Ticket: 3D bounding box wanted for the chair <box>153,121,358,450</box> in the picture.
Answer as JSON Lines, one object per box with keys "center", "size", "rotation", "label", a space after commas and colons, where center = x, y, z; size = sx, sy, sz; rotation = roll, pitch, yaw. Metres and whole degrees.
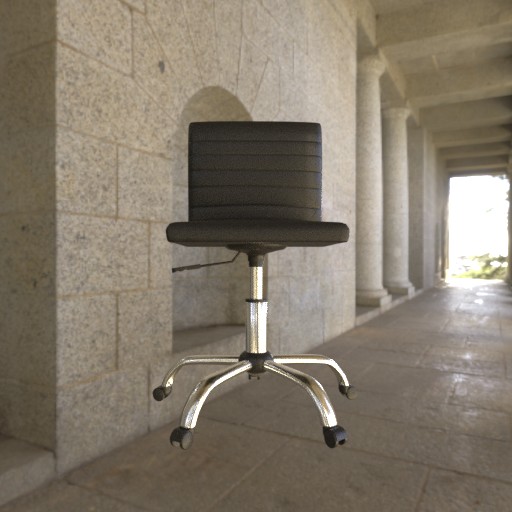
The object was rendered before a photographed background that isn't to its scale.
{"center": [0.000, 0.000, 1.147], "size": [0.556, 0.780, 0.530], "rotation": [0, 0, -1], "label": "chair"}
